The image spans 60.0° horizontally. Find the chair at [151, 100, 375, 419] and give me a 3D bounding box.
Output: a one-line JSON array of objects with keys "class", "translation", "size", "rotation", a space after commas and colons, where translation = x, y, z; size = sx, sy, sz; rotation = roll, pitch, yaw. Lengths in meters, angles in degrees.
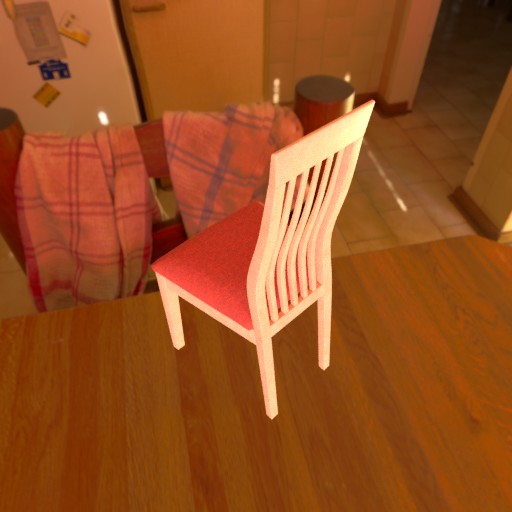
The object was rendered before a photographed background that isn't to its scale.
[{"class": "chair", "translation": [0.000, 0.000, 1.314], "size": [0.460, 1.027, 0.474], "rotation": [-34, 55, -28]}]
